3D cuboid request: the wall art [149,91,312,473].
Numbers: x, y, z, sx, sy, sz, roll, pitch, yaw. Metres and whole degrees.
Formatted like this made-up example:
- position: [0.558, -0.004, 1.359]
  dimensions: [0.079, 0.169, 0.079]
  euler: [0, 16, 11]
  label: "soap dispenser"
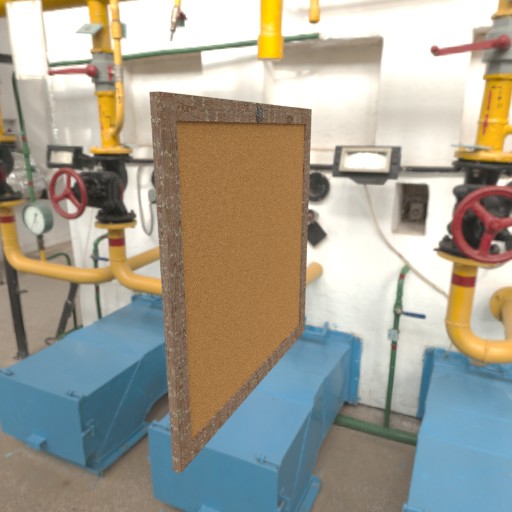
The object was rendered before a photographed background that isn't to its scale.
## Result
- position: [0.000, 0.000, 0.588]
  dimensions: [0.012, 0.384, 0.384]
  euler: [8, 18, 25]
  label: "wall art"
